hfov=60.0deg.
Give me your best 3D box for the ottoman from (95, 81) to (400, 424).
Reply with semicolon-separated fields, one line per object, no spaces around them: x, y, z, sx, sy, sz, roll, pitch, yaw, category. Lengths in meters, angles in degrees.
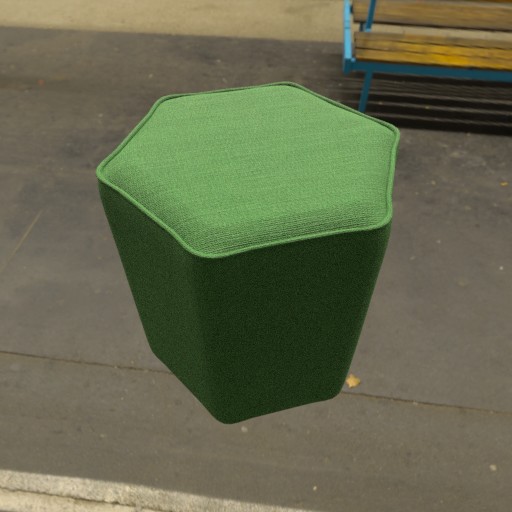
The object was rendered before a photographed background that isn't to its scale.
0.000;0.000;0.871;0.499;0.507;0.444;-11;47;-10;ottoman
